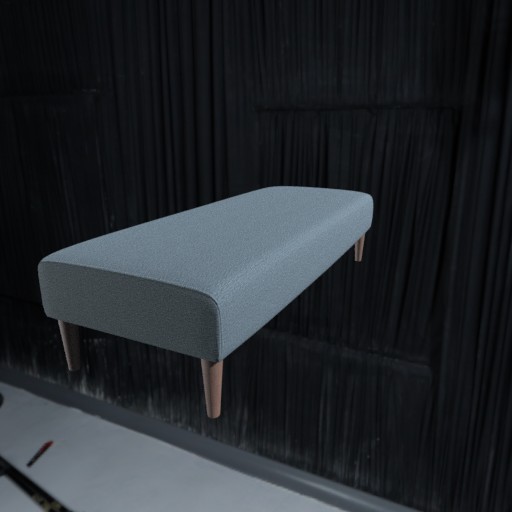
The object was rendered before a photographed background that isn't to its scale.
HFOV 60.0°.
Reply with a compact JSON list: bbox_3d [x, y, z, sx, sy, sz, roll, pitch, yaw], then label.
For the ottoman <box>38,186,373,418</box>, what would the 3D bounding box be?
[{"bbox_3d":[0.000,0.000,1.865,0.646,0.393,1.609,8,19,25],"label":"ottoman"}]
